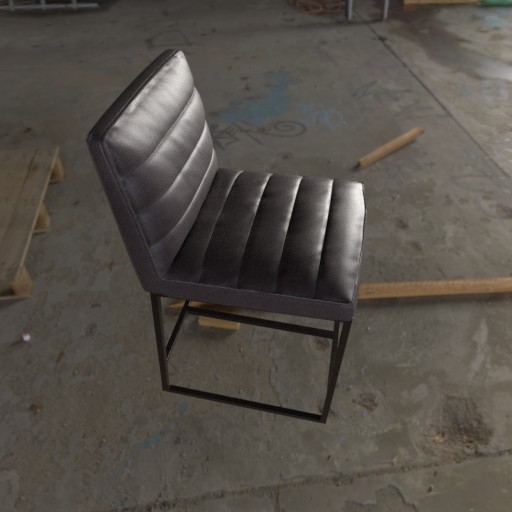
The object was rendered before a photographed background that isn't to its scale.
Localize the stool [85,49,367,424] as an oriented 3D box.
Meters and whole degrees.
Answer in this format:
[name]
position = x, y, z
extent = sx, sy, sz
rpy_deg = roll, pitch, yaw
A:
[stool]
position = 0.000, 0.000, 1.235
extent = 0.562, 0.946, 0.463
rpy_deg = 9, 46, 8
